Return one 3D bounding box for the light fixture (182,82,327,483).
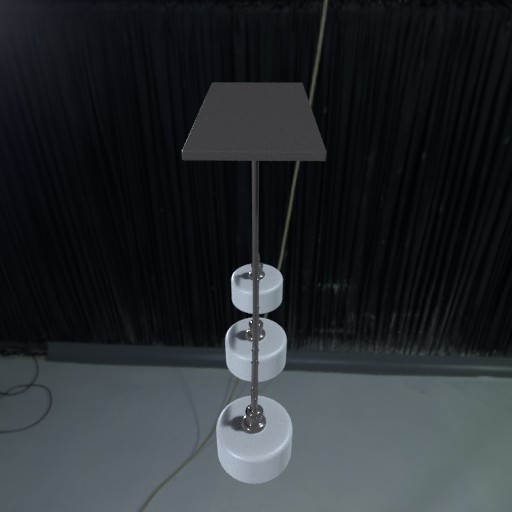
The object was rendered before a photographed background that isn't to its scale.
[{"bbox_3d":[0.000,0.000,0.856,0.177,0.557,0.582,0,33,1],"label":"light fixture"}]
